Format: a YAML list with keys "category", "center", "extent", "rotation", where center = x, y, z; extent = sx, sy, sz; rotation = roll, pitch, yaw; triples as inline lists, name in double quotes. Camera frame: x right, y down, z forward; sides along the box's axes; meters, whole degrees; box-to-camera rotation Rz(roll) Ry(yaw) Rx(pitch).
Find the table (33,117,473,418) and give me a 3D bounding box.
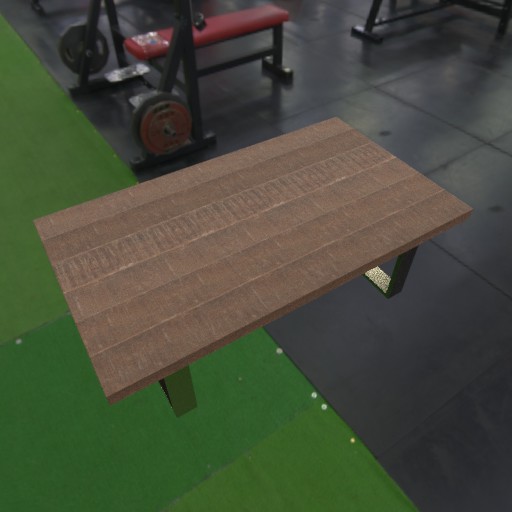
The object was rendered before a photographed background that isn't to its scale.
- category: "table"
  center: [0.000, 0.000, 1.779]
  extent: [1.400, 0.440, 0.800]
  rotation: [-24, 51, -22]
